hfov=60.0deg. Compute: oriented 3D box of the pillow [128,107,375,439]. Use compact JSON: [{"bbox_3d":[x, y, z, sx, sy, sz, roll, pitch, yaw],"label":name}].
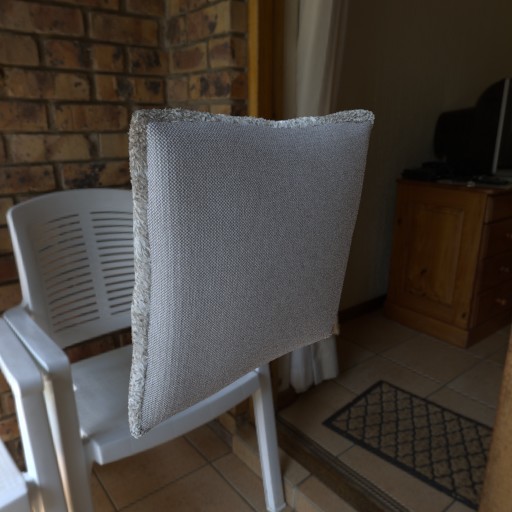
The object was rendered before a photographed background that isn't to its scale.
[{"bbox_3d":[0.000,0.000,0.804,0.529,0.515,0.218,-16,23,-42],"label":"pillow"}]
